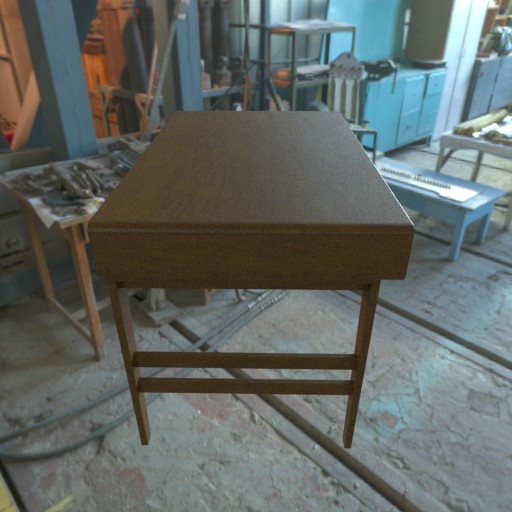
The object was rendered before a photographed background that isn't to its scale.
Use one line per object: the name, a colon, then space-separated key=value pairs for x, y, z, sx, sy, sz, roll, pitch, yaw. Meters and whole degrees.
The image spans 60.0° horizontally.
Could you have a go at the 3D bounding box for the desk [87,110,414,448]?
desk: x=0.000 y=0.000 z=1.531 sx=0.660 sy=0.754 sz=1.066 roll=1 pitch=30 yaw=1
